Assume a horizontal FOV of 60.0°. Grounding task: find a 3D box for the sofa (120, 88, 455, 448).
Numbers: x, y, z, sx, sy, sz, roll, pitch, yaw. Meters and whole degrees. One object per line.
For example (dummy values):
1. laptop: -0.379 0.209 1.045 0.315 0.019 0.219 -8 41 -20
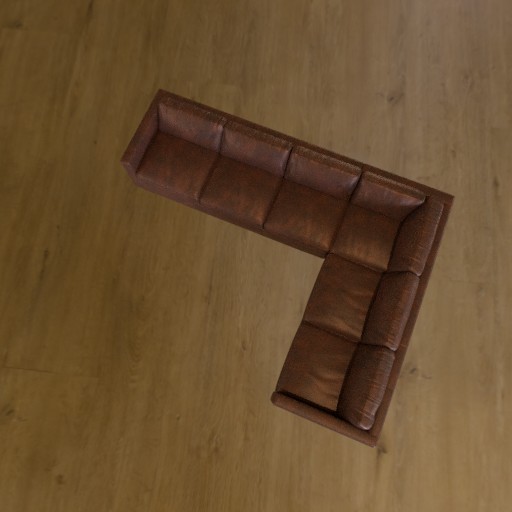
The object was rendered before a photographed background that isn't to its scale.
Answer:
1. sofa: 0.000 0.000 4.369 3.152 0.836 2.438 22 76 6
